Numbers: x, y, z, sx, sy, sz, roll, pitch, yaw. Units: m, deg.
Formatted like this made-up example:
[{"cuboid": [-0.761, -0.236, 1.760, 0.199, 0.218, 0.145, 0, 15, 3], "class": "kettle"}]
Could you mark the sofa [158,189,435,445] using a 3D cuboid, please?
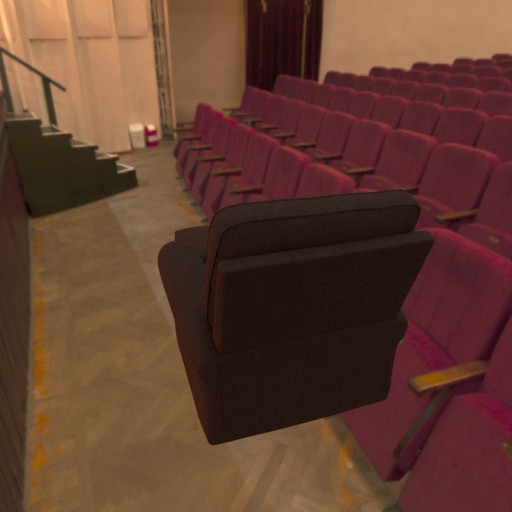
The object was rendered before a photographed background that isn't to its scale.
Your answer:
[{"cuboid": [0.000, 0.000, 2.039, 0.880, 0.959, 1.478, -8, 27, -16], "class": "sofa"}]
